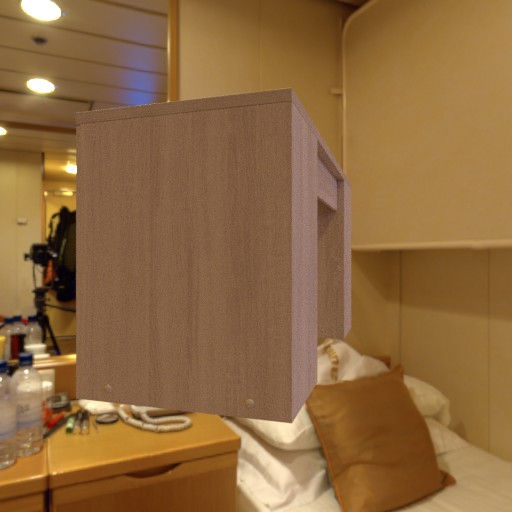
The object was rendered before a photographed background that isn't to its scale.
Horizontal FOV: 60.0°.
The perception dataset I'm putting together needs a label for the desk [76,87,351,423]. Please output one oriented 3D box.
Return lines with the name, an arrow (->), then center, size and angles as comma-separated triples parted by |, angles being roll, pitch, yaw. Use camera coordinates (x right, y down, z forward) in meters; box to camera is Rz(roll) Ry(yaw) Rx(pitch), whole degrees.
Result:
desk -> 0.000, 0.000, 1.725 | 0.600, 0.740, 1.390 | 0, 0, 17
